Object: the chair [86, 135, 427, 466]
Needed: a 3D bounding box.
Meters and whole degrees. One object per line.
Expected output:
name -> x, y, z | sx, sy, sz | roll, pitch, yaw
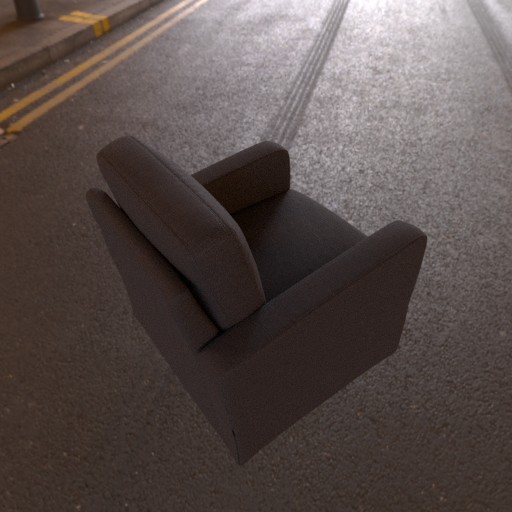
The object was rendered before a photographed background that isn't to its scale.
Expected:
chair -> 0.000, 0.000, 1.515 | 0.863, 0.855, 0.798 | -26, 48, -26
